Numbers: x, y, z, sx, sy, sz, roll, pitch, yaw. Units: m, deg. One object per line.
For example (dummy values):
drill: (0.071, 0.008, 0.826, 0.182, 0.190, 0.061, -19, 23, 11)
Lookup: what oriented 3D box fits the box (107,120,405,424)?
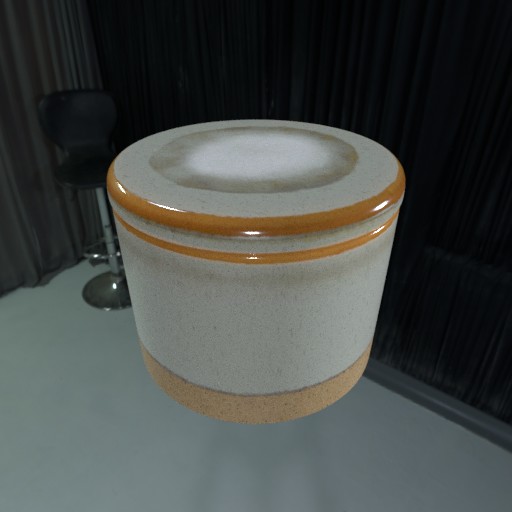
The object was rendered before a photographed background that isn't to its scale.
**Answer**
box: (0.000, 0.000, 0.213, 0.123, 0.100, 0.123, 0, 32, 0)
